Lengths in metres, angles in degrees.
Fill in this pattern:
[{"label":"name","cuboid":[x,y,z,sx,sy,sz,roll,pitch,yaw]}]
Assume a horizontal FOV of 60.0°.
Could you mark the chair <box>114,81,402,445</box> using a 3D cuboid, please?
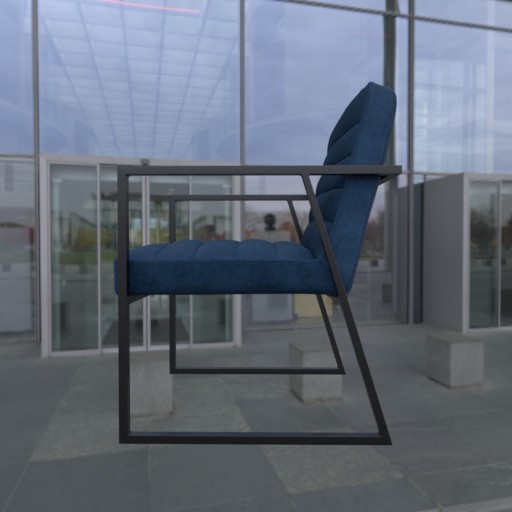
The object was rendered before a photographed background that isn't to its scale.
[{"label":"chair","cuboid":[0.000,0.000,1.268,0.677,0.833,0.571,0,1,1]}]
